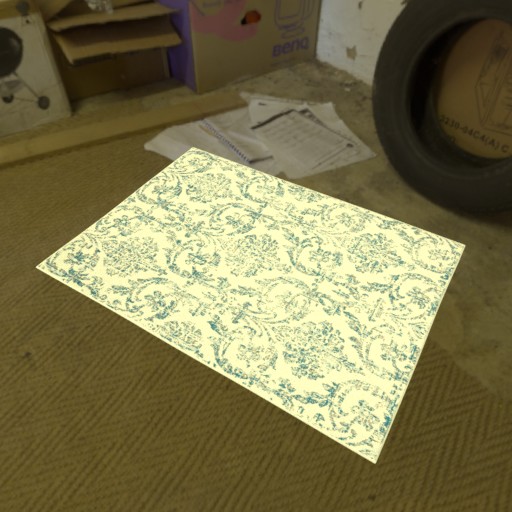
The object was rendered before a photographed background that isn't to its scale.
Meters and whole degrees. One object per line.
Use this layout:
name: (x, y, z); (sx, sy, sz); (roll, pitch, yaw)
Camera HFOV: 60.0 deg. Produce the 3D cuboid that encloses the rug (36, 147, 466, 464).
rug: (0.000, 0.000, 2.786); (2.197, 0.014, 1.586); (24, 50, 21)
